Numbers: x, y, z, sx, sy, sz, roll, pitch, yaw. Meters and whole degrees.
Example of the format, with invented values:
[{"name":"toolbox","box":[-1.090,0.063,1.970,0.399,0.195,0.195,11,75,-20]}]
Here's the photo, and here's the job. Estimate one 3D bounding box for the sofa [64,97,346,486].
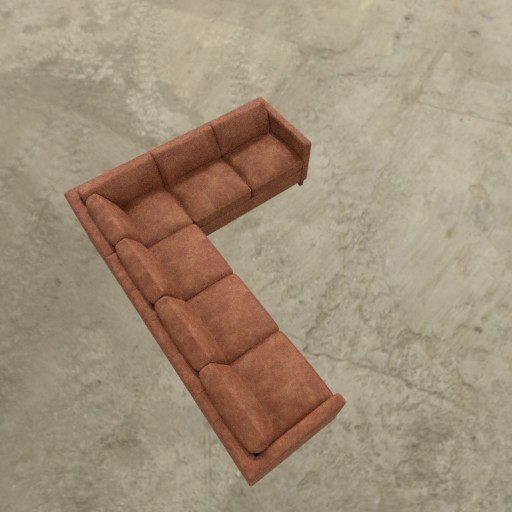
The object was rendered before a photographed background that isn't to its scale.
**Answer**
[{"name":"sofa","box":[0.000,0.000,4.304,2.438,0.838,3.167,-32,64,-18]}]
